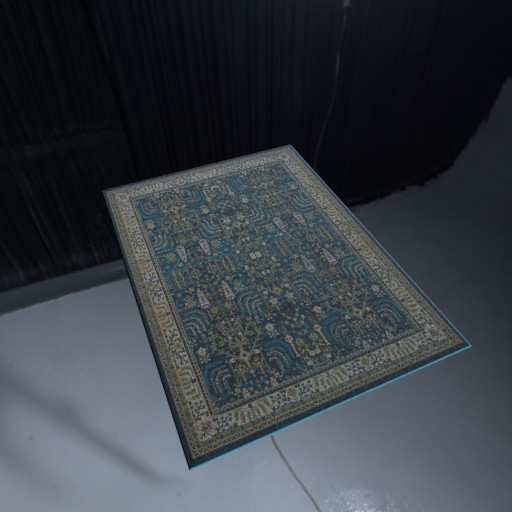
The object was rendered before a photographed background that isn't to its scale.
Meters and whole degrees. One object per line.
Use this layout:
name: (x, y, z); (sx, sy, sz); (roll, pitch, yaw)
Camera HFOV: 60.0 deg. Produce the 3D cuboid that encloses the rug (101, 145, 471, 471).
rug: (0.000, 0.000, 4.007); (2.226, 0.015, 3.044); (-17, 49, -16)
